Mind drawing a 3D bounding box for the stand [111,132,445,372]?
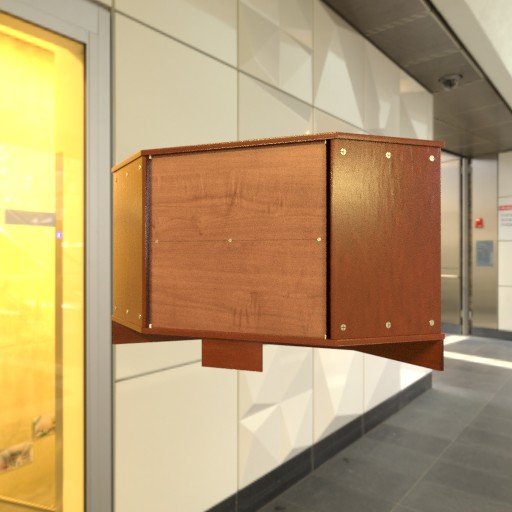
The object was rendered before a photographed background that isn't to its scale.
[{"bbox_3d":[0.000,0.000,1.365,1.072,0.614,0.381,0,0,20],"label":"stand"}]
